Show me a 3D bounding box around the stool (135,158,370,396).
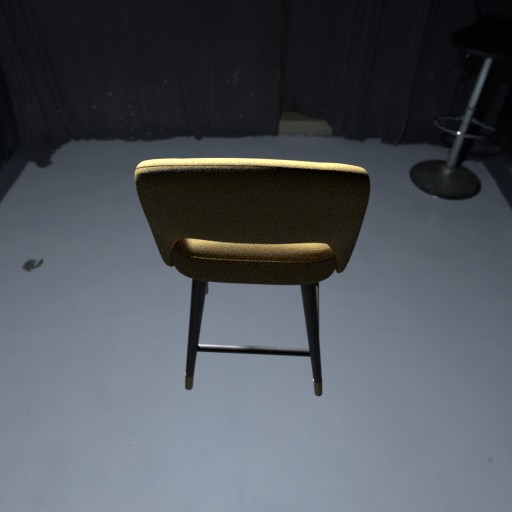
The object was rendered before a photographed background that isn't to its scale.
[{"bbox_3d":[0.000,0.000,1.286,0.536,0.939,0.522,2,45,2],"label":"stool"}]
